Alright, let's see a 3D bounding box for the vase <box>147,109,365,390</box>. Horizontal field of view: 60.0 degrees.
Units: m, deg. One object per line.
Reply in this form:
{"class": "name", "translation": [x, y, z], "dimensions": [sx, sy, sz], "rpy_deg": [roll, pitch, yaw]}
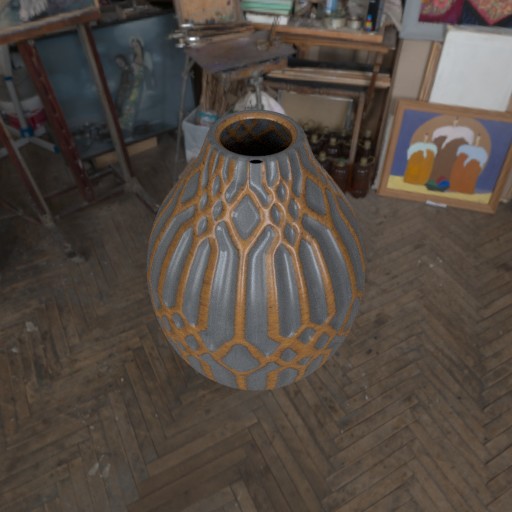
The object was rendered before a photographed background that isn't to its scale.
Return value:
{"class": "vase", "translation": [0.000, 0.000, 0.140], "dimensions": [0.069, 0.088, 0.069], "rpy_deg": [0, 47, 0]}
